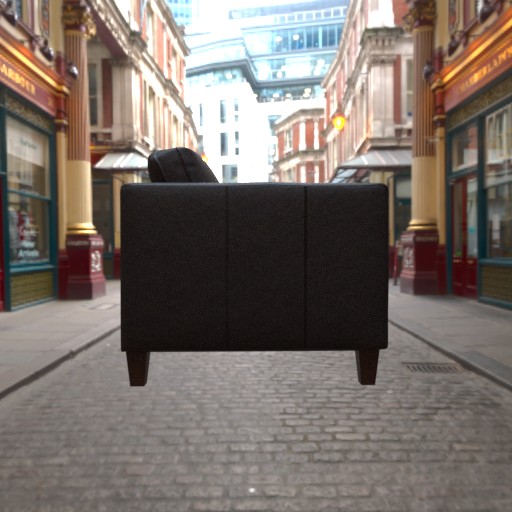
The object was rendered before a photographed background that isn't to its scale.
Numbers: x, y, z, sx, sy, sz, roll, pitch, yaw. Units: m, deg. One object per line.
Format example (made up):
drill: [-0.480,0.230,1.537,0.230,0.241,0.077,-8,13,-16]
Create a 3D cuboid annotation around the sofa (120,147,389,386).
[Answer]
sofa: [0.000,0.000,2.420,0.933,0.863,1.971,0,1,-1]
